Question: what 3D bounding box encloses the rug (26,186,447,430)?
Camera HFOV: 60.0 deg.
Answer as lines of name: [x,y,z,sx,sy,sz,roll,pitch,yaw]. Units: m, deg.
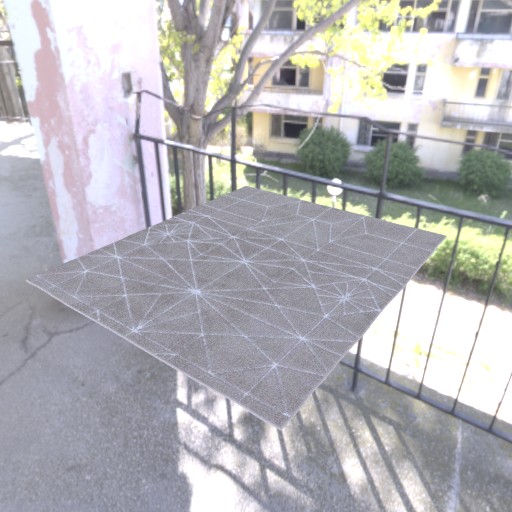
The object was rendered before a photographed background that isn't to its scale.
rug: [0.000,0.000,0.868,0.548,0.006,0.639,19,33,32]
